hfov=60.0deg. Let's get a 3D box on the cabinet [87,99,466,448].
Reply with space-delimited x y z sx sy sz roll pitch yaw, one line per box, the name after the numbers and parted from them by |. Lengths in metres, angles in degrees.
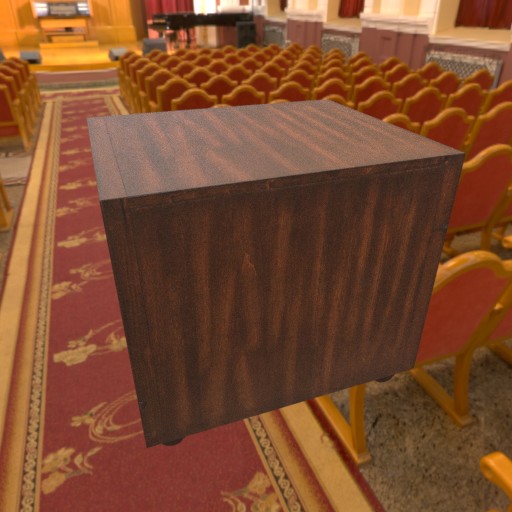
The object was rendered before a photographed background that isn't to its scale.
0.000 0.000 0.820 0.500 0.455 0.402 -10 32 -17 | cabinet
